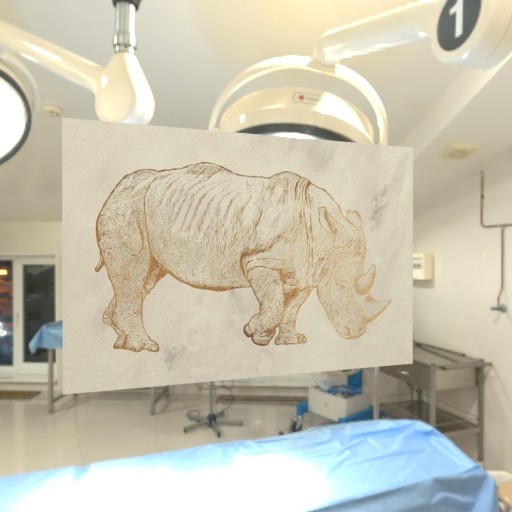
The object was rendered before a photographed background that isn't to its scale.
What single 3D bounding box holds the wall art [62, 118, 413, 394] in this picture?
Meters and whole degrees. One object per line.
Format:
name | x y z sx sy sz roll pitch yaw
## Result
wall art | 0.000 0.000 0.762 0.609 0.407 0.038 0 0 -18
